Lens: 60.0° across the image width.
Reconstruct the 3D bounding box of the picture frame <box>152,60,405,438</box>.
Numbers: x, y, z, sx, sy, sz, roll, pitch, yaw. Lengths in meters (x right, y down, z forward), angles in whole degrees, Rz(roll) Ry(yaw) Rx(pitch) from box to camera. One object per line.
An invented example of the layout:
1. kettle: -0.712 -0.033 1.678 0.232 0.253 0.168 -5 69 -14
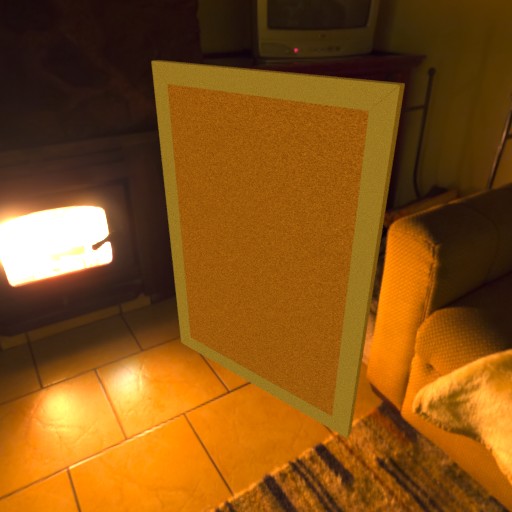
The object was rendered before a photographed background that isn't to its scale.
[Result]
1. picture frame: 0.000 0.000 0.589 0.326 0.459 0.011 21 35 32
